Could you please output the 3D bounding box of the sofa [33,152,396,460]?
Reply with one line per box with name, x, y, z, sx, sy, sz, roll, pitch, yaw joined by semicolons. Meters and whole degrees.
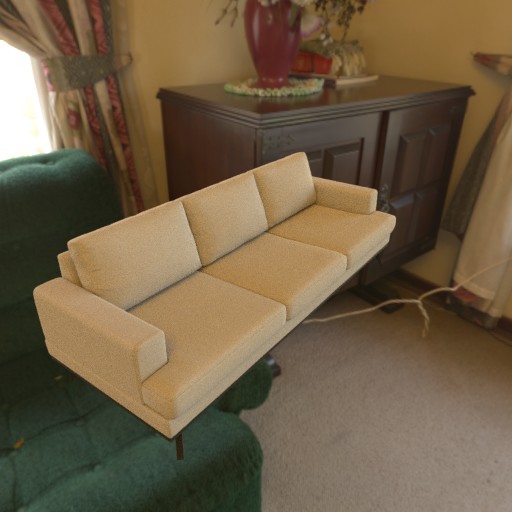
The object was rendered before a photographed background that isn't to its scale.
sofa;0.000;0.000;2.719;0.920;0.810;2.310;19;33;32
